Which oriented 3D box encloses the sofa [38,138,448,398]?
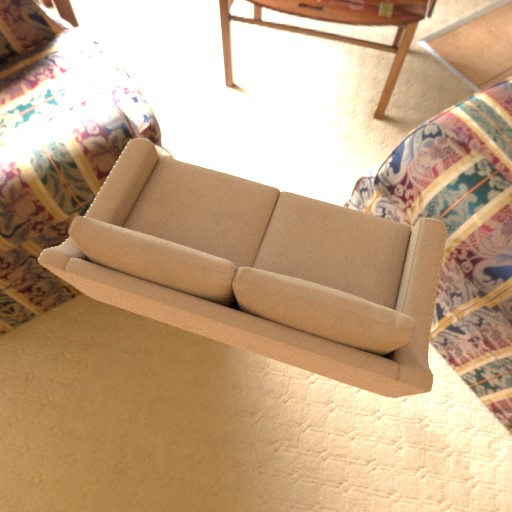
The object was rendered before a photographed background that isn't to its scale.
[{"bbox_3d":[0.000,0.000,2.544,1.967,0.901,1.030,17,65,8],"label":"sofa"}]
